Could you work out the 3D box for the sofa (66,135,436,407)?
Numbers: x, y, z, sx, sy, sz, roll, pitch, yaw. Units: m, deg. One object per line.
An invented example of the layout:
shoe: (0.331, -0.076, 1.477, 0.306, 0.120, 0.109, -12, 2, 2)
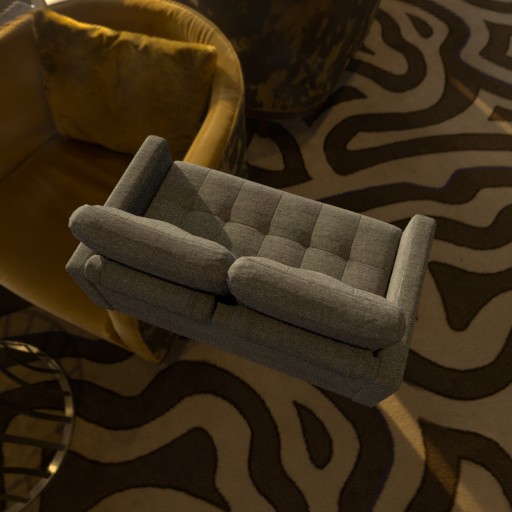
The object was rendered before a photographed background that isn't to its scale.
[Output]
sofa: (0.000, 0.000, 1.980, 1.407, 0.907, 0.842, 18, 65, 9)
